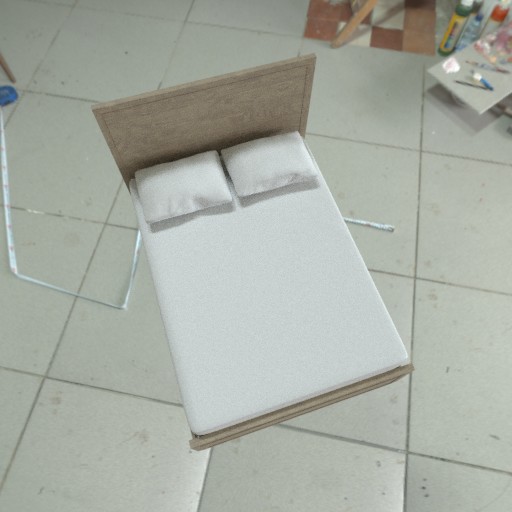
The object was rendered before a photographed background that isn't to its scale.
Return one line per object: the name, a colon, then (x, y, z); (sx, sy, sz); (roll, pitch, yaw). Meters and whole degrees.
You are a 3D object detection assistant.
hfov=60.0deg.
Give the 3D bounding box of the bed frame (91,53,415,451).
bed frame: (0.000, 0.000, 3.244); (1.606, 1.369, 2.189); (-17, 65, -8)
